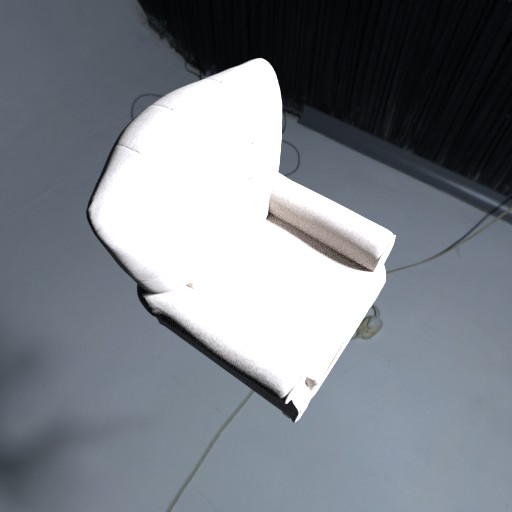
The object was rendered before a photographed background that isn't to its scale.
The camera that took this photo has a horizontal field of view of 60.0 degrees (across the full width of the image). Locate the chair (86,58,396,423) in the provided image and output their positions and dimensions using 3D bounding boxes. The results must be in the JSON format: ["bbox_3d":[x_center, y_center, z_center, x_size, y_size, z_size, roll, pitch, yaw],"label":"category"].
[{"bbox_3d":[0.000,0.000,1.907,1.025,1.209,0.942,32,65,17],"label":"chair"}]
